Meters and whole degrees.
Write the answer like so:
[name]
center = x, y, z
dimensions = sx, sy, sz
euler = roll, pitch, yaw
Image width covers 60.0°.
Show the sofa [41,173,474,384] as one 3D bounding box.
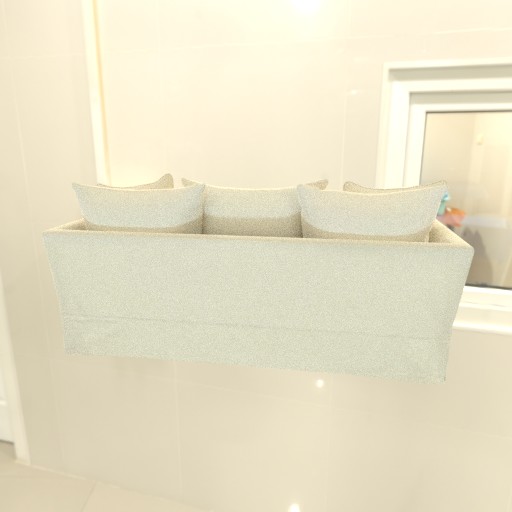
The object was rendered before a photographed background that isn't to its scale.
[sofa]
center = 0.000, 0.000, 2.814
dimensions = 2.290, 1.034, 1.031
euler = 2, 15, 9
